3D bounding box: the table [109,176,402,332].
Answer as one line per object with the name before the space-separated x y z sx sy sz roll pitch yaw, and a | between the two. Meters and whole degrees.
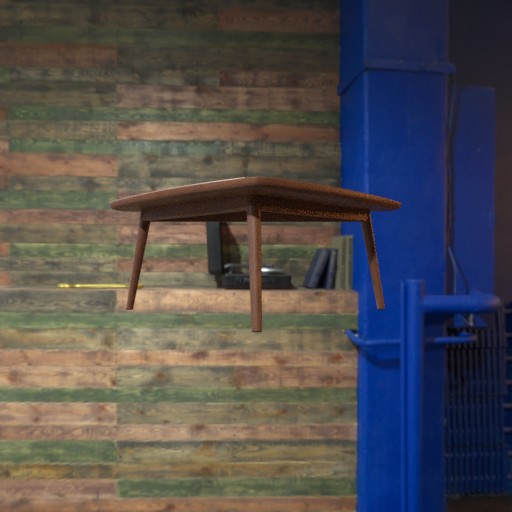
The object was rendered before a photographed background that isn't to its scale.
table | 0.000 0.000 1.312 1.008 0.365 0.601 0 0 0
